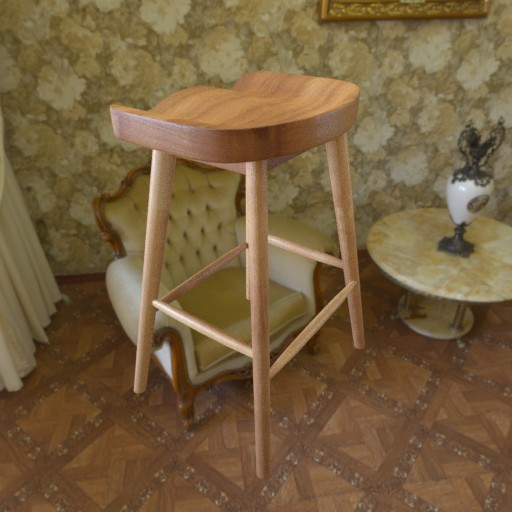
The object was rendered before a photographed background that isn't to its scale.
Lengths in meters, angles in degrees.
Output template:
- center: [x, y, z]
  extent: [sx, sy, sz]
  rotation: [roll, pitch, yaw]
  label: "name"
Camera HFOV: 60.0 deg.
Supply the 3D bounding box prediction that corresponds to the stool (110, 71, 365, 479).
- center: [0.000, 0.000, 0.880]
  extent: [0.361, 0.615, 0.440]
  rotation: [21, 37, 30]
  label: "stool"
